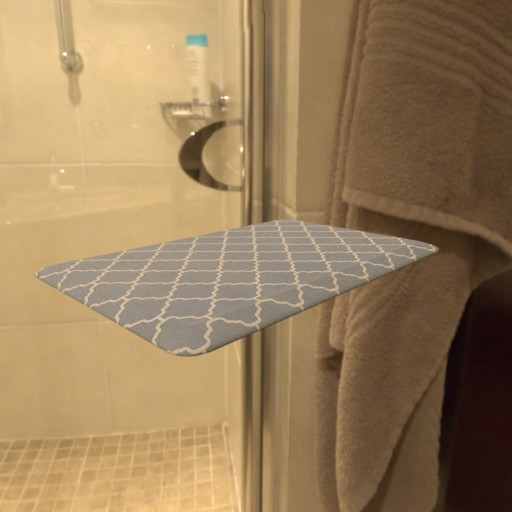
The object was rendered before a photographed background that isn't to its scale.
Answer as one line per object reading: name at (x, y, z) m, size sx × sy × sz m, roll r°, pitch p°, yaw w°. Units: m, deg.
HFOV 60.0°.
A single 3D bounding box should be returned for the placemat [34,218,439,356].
placemat at (0.000, 0.000, 0.959) m, size 0.508 × 0.021 × 0.762 m, roll 14°, pitch 21°, yaw 42°
